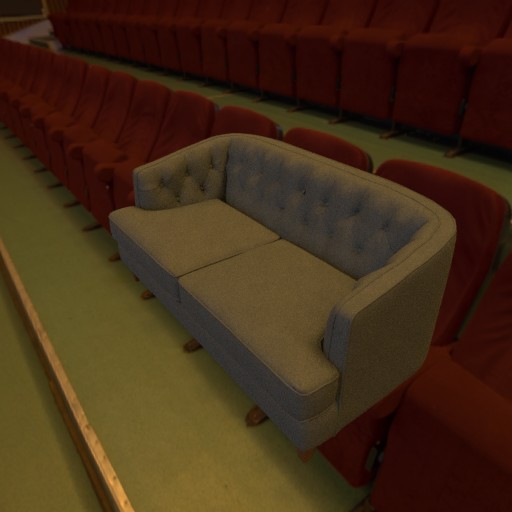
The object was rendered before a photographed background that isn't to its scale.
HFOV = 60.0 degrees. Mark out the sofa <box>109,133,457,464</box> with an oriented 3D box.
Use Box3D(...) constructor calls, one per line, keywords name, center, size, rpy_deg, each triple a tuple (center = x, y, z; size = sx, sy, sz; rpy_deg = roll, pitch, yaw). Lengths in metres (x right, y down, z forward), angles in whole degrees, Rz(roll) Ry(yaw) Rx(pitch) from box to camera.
Box3D(name="sofa", center=(0.000, 0.000, 2.255), size=(0.941, 0.855, 1.733), rpy_deg=(-21, 36, -31))
